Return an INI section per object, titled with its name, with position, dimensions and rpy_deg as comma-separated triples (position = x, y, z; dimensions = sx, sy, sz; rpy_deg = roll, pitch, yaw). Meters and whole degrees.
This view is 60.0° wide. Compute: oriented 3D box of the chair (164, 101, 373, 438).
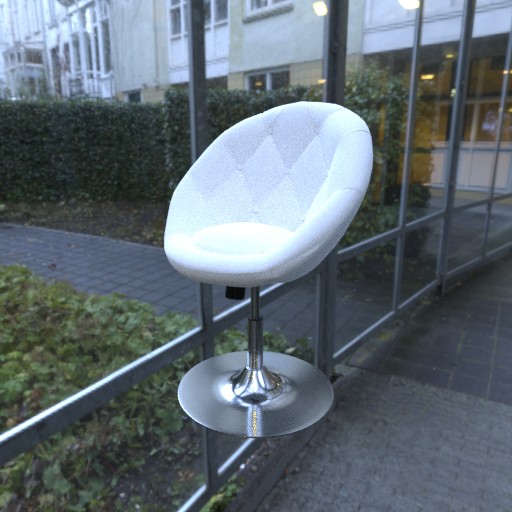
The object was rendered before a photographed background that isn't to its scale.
[chair]
position = 0.000, 0.000, 1.869
dimensions = 0.940, 1.261, 0.736
rpy_deg = 14, 21, 42
